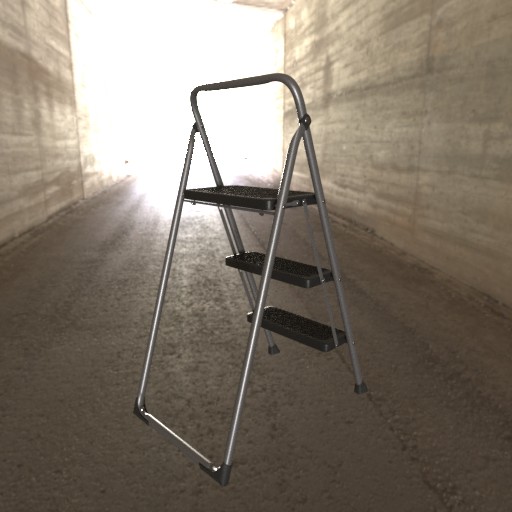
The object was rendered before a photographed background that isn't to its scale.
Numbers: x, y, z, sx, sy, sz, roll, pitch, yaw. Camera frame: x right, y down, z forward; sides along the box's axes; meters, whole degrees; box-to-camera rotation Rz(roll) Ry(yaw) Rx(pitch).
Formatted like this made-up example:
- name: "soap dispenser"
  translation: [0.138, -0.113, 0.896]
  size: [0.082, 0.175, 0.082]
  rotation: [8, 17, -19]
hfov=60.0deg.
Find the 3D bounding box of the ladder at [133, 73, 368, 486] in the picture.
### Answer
- name: "ladder"
  translation: [0.000, 0.000, 1.282]
  size: [0.629, 0.945, 0.430]
  rotation: [-13, 19, -43]
